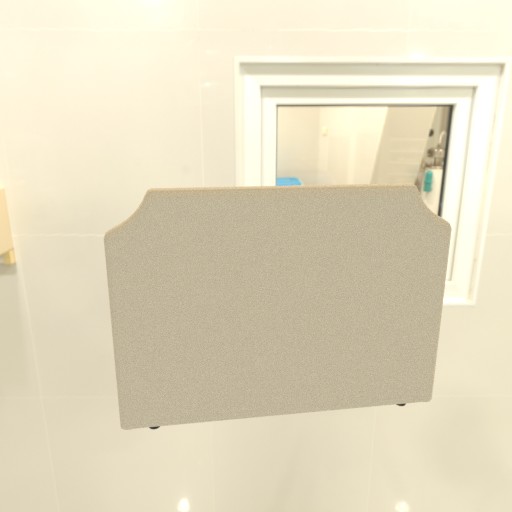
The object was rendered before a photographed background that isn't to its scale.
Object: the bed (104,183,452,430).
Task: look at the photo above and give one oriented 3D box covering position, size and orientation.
[{"bbox_3d":[0.000,0.000,3.885,2.134,1.524,2.548,-2,16,-8],"label":"bed"}]
